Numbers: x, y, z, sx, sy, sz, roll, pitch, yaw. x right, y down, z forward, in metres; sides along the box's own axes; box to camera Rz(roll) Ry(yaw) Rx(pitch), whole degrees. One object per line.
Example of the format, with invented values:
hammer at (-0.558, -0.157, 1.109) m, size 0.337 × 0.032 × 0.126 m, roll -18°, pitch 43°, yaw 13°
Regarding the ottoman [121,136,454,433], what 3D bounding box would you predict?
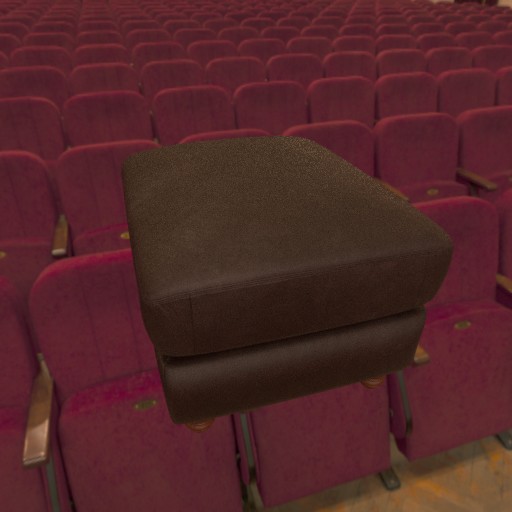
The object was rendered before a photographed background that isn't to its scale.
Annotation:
ottoman at (0.000, 0.000, 1.266) m, size 0.670 × 0.569 × 0.806 m, roll -9°, pitch 32°, yaw -15°
